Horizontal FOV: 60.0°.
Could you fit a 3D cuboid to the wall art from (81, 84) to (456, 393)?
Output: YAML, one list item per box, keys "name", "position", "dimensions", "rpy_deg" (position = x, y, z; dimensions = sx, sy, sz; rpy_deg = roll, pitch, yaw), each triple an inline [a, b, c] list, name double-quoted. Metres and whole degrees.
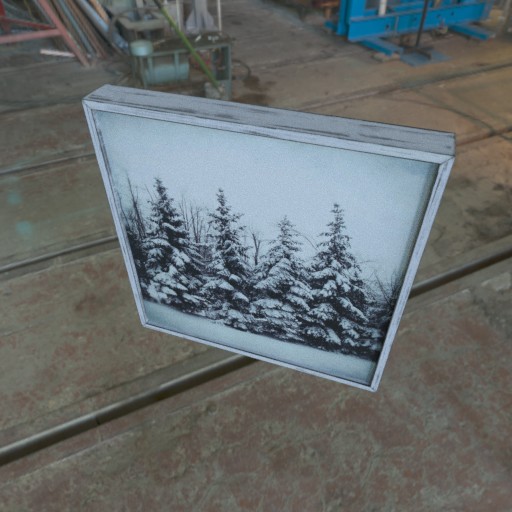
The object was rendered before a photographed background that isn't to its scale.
- name: "wall art"
  position: [0.000, 0.000, 0.456]
  dimensions: [0.303, 0.303, 0.036]
  rpy_deg: [13, 43, 14]
